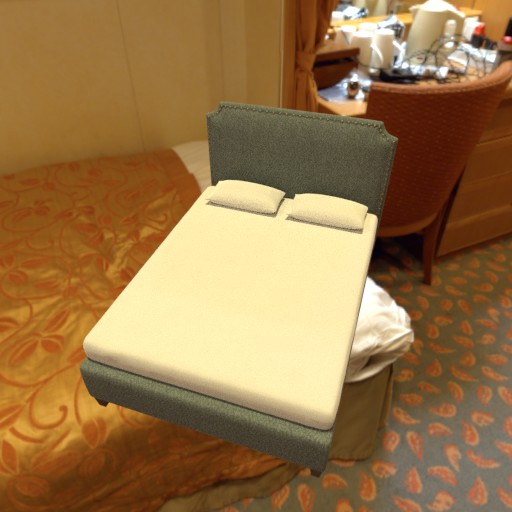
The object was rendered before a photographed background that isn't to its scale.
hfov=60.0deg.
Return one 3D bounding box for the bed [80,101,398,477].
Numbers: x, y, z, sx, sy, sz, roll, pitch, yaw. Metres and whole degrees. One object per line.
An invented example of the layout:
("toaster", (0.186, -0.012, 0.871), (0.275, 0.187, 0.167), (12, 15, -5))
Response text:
("bed", (0.000, 0.000, 3.408), (1.712, 1.443, 2.372), (12, 41, 14))
